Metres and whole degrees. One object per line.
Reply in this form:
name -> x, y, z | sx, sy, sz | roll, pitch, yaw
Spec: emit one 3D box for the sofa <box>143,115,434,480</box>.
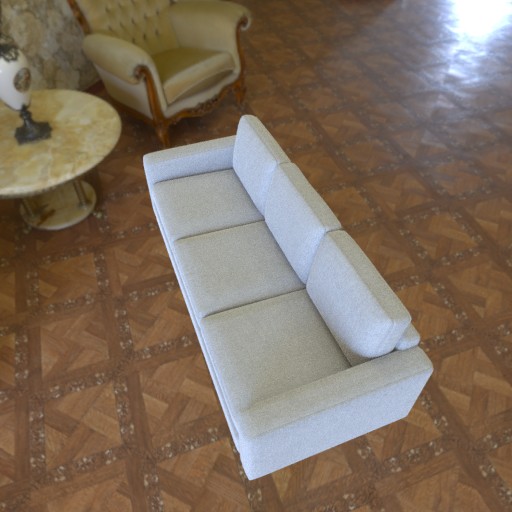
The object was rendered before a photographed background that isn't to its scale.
sofa -> 0.000, 0.000, 2.623 | 0.900, 0.800, 2.120 | -16, 49, -14
